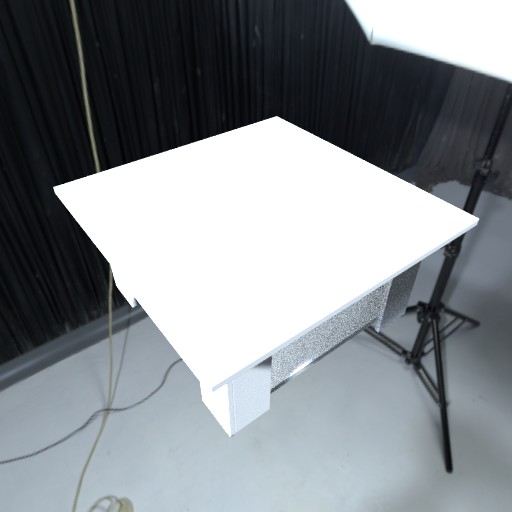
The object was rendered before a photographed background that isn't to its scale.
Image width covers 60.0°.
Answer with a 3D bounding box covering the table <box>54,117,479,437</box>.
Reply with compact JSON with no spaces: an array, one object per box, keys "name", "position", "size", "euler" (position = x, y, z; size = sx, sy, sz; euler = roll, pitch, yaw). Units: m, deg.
[{"name":"table","position":[0.000,0.000,1.080],"size":[0.670,0.305,0.670],"euler":[-26,47,-28]}]
